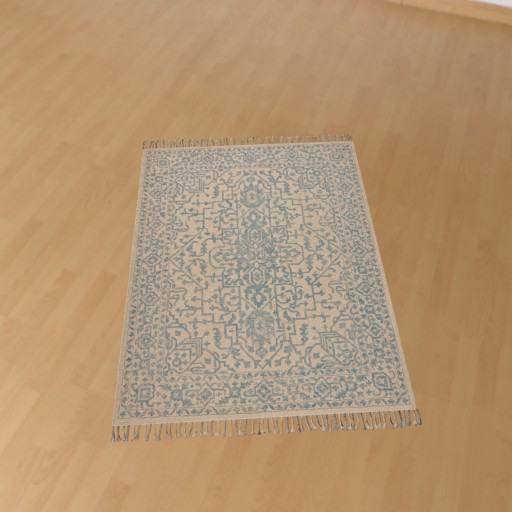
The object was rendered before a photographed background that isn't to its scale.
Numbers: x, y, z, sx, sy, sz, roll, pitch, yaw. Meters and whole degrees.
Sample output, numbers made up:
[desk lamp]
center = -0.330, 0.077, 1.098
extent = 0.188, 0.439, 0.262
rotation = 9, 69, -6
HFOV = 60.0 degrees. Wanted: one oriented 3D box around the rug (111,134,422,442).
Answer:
[rug]
center = 0.000, 0.000, 4.346
extent = 2.464, 0.010, 3.327
rotation = -3, 58, -2
